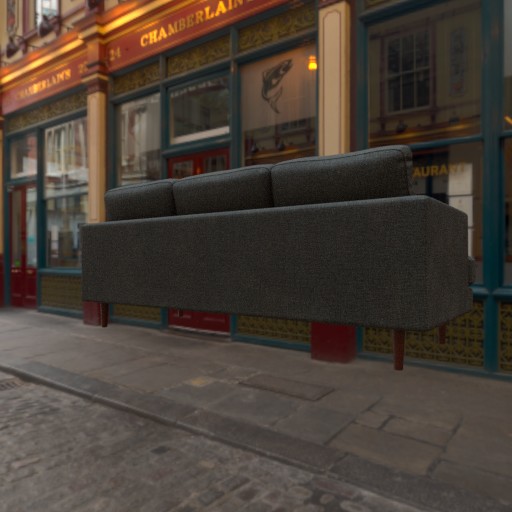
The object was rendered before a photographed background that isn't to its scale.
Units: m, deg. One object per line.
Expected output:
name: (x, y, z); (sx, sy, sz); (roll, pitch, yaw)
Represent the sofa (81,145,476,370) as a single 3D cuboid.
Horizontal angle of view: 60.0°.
sofa: (0.000, 0.000, 2.643); (2.246, 0.930, 0.903); (0, -1, 36)
